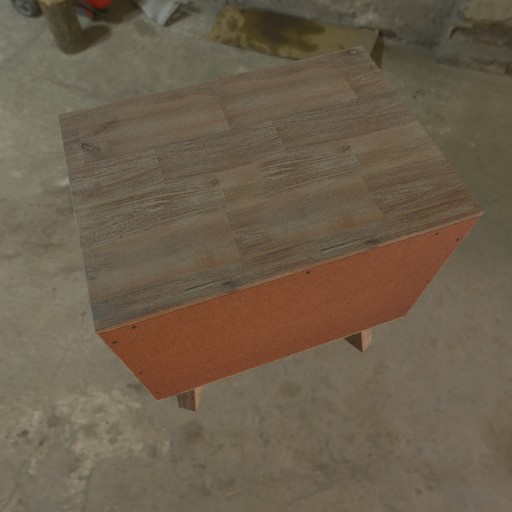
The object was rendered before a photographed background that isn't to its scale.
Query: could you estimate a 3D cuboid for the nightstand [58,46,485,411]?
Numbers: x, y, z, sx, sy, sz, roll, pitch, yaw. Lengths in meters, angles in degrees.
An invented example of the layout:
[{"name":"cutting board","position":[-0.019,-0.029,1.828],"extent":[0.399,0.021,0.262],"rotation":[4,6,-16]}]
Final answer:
[{"name":"nightstand","position":[0.000,0.000,0.932],"extent":[0.552,0.589,0.396],"rotation":[-17,61,-9]}]
